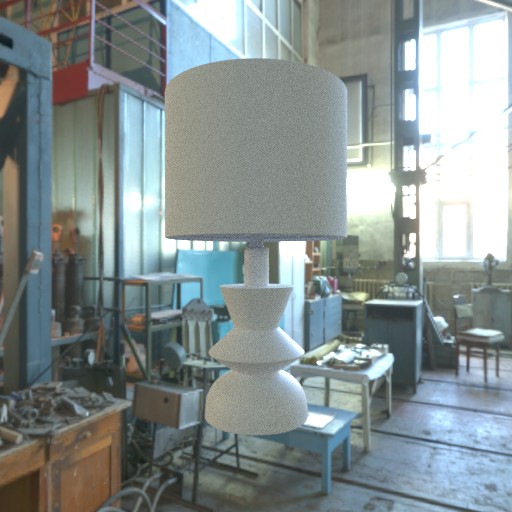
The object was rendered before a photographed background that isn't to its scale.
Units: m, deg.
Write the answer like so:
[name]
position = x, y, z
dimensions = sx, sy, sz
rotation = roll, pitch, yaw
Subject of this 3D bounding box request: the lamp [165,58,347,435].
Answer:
[lamp]
position = 0.000, 0.000, 0.746
dimensions = 0.301, 0.533, 0.301
rotation = 0, 0, -17
